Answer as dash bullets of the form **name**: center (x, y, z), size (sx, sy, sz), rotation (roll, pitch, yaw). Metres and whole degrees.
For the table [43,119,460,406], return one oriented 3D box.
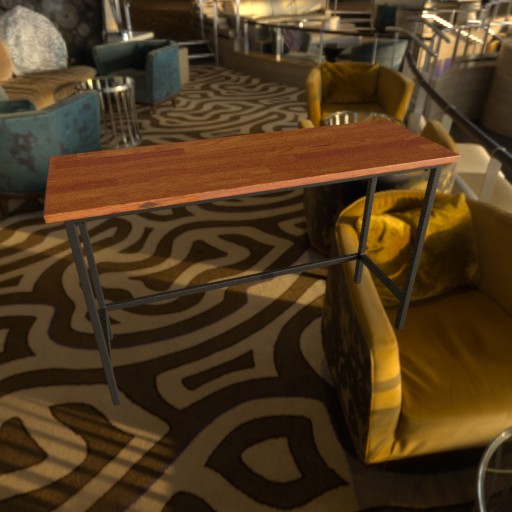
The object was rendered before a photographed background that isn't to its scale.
- **table**: center (0.000, 0.000, 1.572), size (1.204, 0.740, 0.408), rotation (-11, 35, -16)
